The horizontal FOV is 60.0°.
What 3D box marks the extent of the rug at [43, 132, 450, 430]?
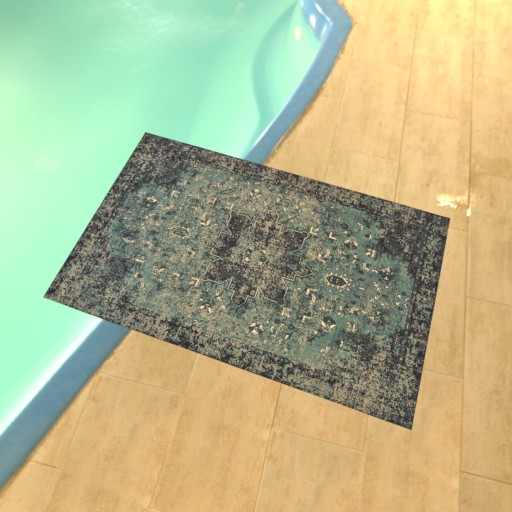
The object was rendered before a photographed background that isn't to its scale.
[{"bbox_3d":[0.000,0.000,3.061,2.440,0.007,1.525,18,64,9],"label":"rug"}]
